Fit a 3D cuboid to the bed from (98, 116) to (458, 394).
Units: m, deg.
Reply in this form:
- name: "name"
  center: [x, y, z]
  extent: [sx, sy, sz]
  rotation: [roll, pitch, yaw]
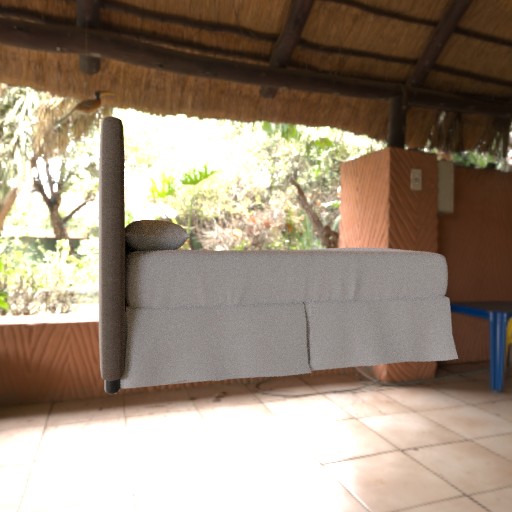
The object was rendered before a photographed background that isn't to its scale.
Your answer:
- name: "bed"
  center: [0.000, 0.000, 3.197]
  extent: [2.142, 1.330, 1.723]
  rotation: [0, 0, -19]
